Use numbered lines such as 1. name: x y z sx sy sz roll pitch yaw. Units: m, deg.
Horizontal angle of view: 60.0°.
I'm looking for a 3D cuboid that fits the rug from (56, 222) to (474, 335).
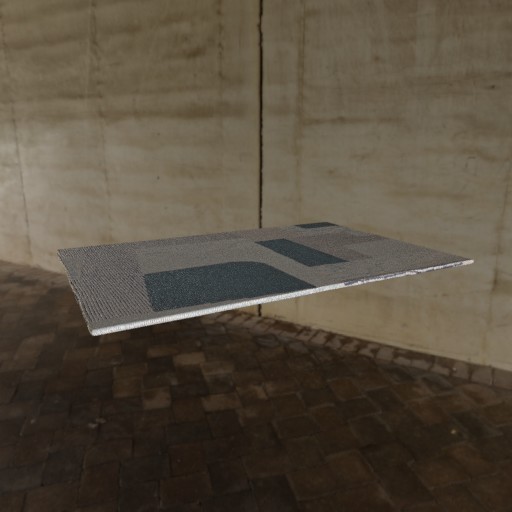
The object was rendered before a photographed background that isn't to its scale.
1. rug: 0.000 0.000 2.349 1.847 0.020 1.238 -8 16 -27
